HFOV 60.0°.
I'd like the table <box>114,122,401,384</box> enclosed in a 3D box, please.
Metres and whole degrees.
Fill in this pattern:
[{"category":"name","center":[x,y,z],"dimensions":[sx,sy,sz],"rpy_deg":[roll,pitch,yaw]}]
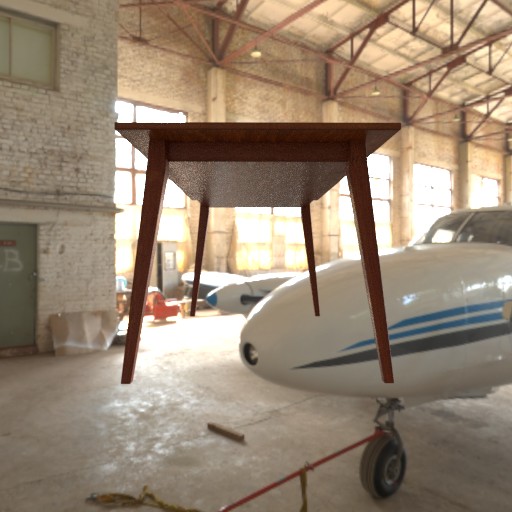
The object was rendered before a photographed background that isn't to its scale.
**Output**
[{"category":"table","center":[0.000,0.000,2.051],"dimensions":[0.811,0.755,1.609],"rpy_deg":[0,0,0]}]
